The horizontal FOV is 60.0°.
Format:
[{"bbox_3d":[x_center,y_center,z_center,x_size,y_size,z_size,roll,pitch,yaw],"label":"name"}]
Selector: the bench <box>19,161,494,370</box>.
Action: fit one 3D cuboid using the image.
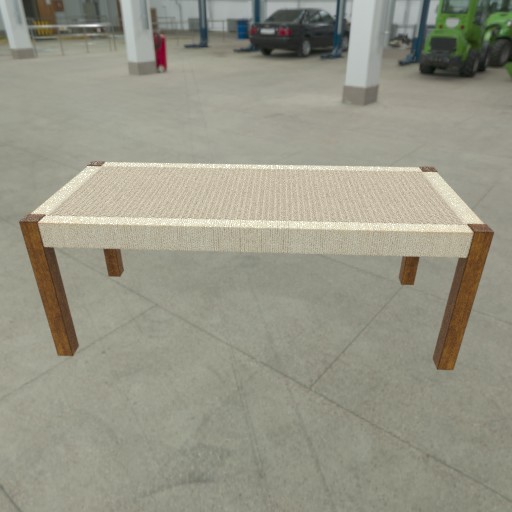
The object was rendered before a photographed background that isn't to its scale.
[{"bbox_3d":[0.000,0.000,1.447,1.198,0.457,0.507,1,30,3],"label":"bench"}]
